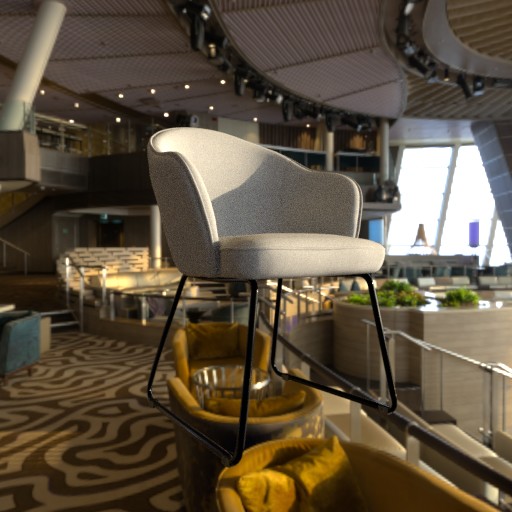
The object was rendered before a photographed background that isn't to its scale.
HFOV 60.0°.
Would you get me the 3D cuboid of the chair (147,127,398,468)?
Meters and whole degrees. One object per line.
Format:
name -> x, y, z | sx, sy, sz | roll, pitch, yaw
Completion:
chair -> 0.000, 0.000, 1.215 | 0.570, 0.817, 0.592 | -1, 1, -36
